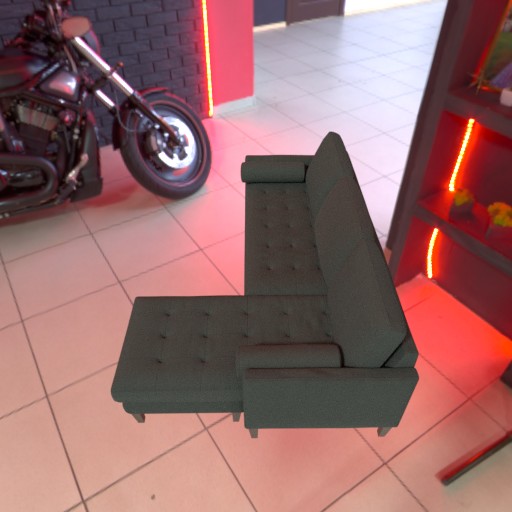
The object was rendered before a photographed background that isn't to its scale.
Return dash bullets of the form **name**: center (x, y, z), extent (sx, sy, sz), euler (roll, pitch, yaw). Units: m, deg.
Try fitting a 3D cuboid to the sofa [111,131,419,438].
- **sofa**: center (0.000, 0.000, 2.980), extent (1.506, 0.876, 2.178), euler (0, 41, -1)
